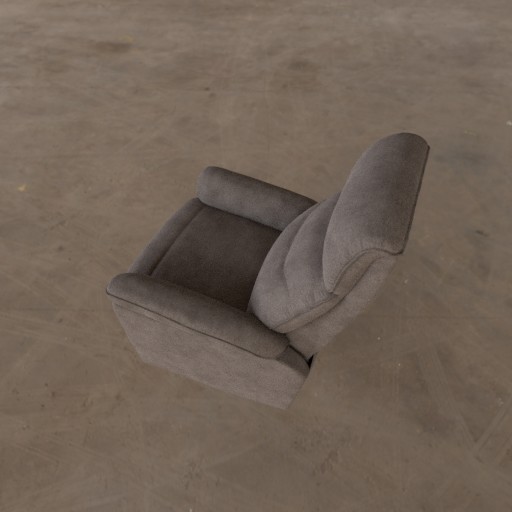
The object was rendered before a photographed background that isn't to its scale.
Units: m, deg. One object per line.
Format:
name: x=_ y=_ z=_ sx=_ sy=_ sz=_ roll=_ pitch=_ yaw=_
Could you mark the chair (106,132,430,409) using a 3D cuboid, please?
chair: x=0.000 y=0.000 z=1.728 sx=1.009 sy=1.036 sz=0.830 roll=16 pitch=48 yaw=15
